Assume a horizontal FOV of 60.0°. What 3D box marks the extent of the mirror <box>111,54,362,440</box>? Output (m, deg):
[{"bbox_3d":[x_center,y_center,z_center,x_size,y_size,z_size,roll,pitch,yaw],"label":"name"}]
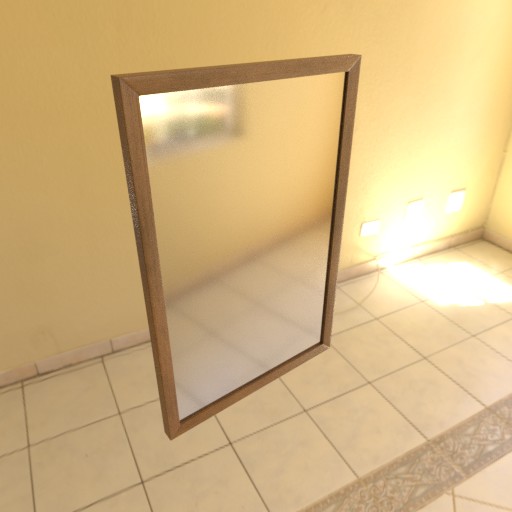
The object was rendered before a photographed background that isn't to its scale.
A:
[{"bbox_3d":[0.000,0.000,1.140,0.609,0.915,0.040,-21,36,-32],"label":"mirror"}]
